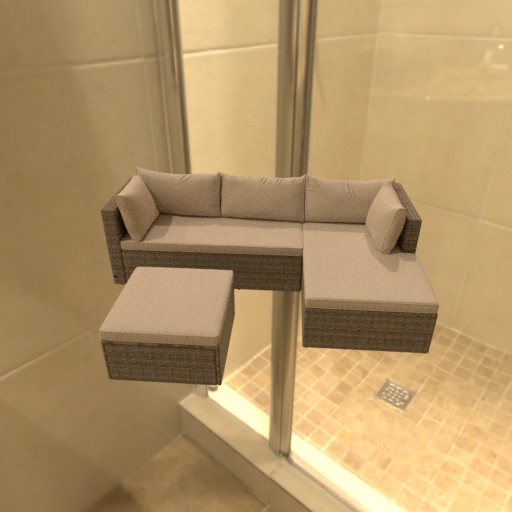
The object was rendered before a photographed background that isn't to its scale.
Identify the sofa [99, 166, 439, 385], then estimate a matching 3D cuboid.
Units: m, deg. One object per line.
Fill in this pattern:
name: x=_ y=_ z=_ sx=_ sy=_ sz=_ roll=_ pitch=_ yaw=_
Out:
sofa: x=0.000 y=0.000 z=3.012 sx=2.192 sy=0.766 sz=1.662 roll=2 pitch=30 yaw=4
